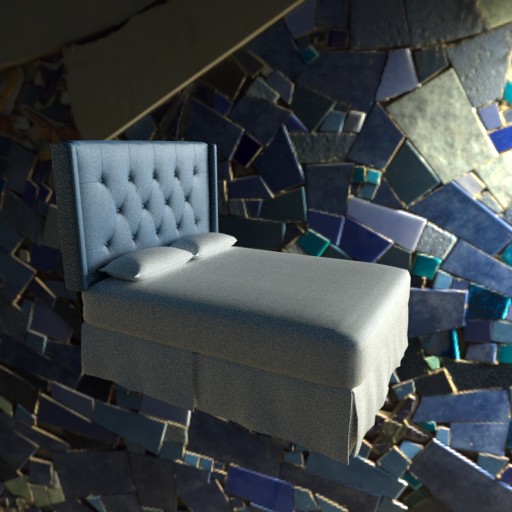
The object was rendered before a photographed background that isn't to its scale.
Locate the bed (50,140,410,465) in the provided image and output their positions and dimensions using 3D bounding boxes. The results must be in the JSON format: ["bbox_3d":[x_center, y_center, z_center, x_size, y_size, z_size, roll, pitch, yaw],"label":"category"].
[{"bbox_3d":[0.000,0.000,3.293,2.078,1.665,1.719,7,16,27],"label":"bed"}]
